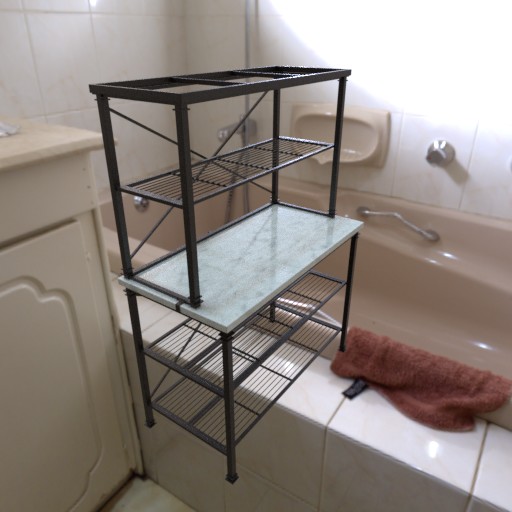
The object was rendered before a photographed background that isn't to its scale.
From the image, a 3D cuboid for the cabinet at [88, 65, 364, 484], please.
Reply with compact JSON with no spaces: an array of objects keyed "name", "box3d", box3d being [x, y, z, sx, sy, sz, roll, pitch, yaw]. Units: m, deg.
[{"name":"cabinet","box3d":[0.000,0.000,2.201,0.610,1.659,1.210,18,32,31]}]
